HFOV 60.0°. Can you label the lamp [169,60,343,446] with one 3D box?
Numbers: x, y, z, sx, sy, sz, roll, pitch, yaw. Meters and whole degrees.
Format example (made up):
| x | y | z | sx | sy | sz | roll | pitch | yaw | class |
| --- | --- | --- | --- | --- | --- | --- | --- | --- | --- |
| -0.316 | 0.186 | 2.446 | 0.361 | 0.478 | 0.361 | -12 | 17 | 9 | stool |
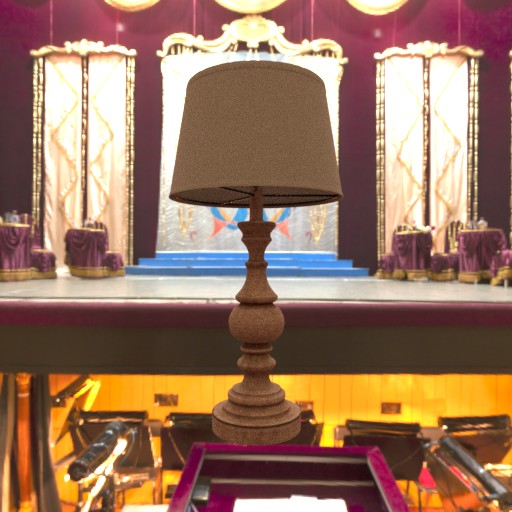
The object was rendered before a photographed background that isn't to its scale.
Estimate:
| x | y | z | sx | sy | sz | roll | pitch | yaw | class |
| --- | --- | --- | --- | --- | --- | --- | --- | --- | --- |
| 0.000 | 0.000 | 0.878 | 0.340 | 0.678 | 0.340 | 0 | 0 | 0 | lamp |
